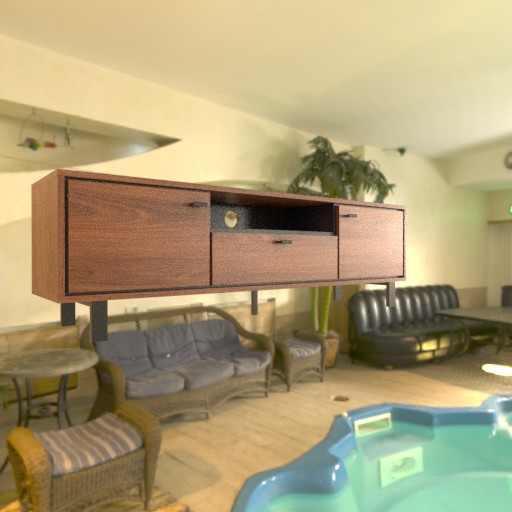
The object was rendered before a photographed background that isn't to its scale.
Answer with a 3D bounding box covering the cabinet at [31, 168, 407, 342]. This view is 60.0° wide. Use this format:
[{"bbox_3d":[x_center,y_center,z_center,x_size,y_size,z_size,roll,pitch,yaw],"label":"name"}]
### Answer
[{"bbox_3d":[0.000,0.000,1.876,1.650,0.500,0.400,0,1,-37],"label":"cabinet"}]
